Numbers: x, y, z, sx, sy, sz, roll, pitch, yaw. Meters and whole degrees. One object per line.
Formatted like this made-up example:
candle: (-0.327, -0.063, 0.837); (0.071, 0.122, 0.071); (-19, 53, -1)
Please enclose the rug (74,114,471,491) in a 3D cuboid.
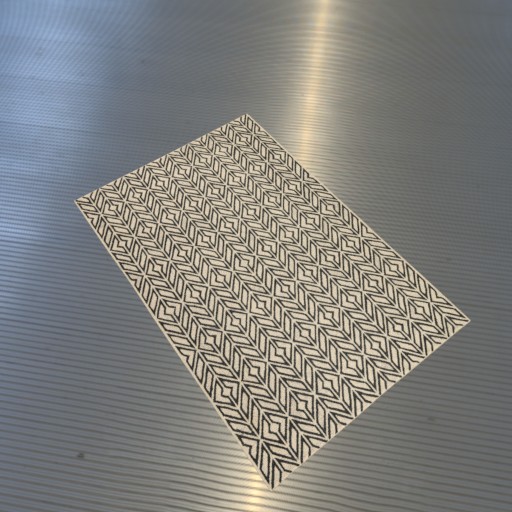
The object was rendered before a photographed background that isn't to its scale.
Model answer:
rug: (0.000, 0.000, 2.329); (1.220, 0.007, 1.828); (-32, 64, -18)
